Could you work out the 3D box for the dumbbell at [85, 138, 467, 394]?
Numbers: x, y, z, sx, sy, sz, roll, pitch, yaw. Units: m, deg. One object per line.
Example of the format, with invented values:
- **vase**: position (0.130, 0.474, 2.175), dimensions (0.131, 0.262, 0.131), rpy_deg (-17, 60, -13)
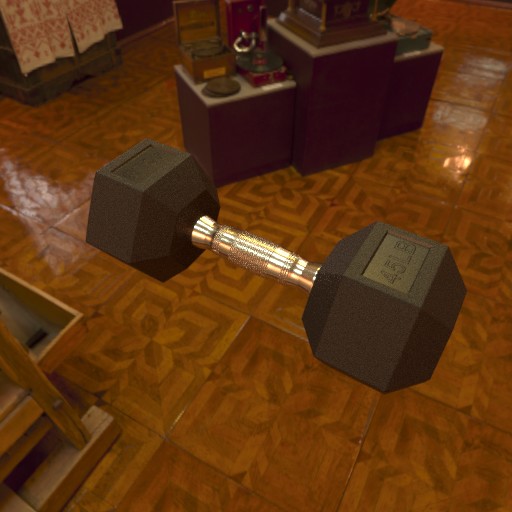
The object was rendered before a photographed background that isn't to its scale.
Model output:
- **dumbbell**: position (0.000, 0.000, 0.421), dimensions (0.356, 0.123, 0.141), rpy_deg (23, 50, 22)
